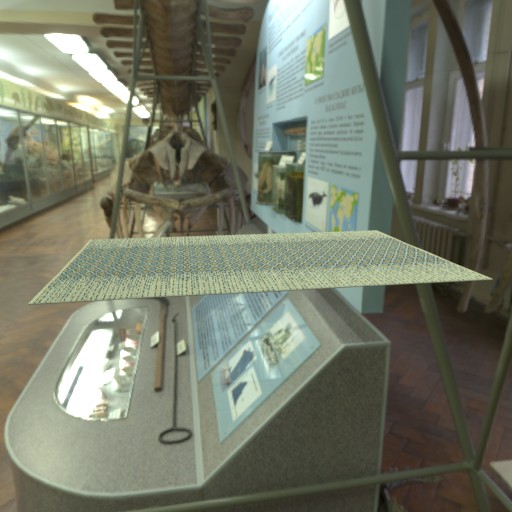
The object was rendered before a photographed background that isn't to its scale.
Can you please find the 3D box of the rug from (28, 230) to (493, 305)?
[{"bbox_3d":[0.000,0.000,3.031,2.448,0.008,1.541,-2,14,-9],"label":"rug"}]
